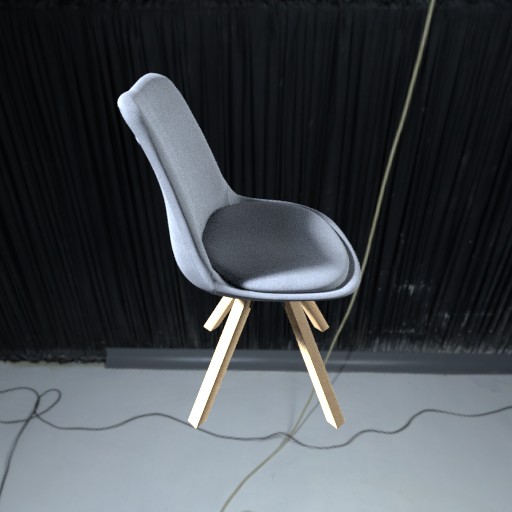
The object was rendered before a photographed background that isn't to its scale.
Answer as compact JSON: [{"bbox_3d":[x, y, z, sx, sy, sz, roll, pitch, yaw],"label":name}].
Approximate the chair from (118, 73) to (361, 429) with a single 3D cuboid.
[{"bbox_3d":[0.000,0.000,1.173,0.549,0.863,0.474,1,33,1],"label":"chair"}]
